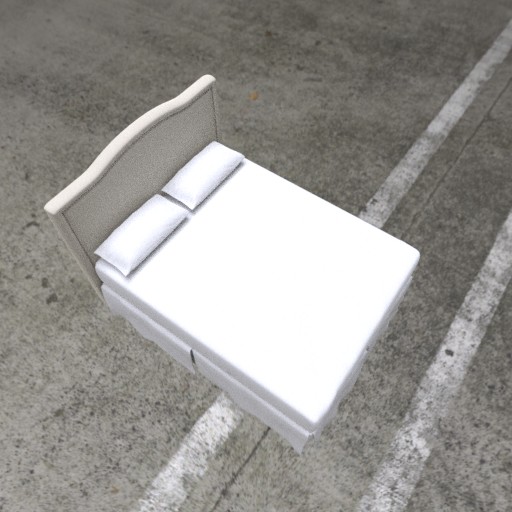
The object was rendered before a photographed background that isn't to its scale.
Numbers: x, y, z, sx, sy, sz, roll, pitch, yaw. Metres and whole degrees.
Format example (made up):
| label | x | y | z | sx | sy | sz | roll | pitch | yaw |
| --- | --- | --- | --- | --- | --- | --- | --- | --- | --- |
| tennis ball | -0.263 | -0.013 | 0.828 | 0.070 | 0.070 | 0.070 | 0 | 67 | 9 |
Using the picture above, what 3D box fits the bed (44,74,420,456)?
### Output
| label | x | y | z | sx | sy | sz | roll | pitch | yaw |
| --- | --- | --- | --- | --- | --- | --- | --- | --- | --- |
| bed | 0.000 | 0.000 | 3.376 | 2.196 | 1.449 | 1.741 | 31 | 63 | 18 |
